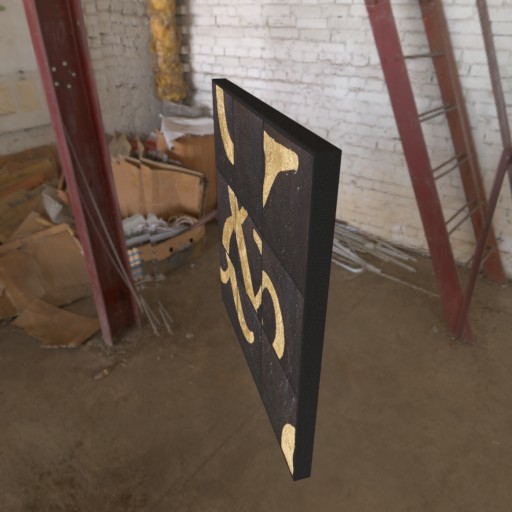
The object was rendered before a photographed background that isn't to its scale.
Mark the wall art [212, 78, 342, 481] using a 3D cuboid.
[{"bbox_3d":[0.000,0.000,1.140,0.044,0.758,0.758,-8,31,-14],"label":"wall art"}]
